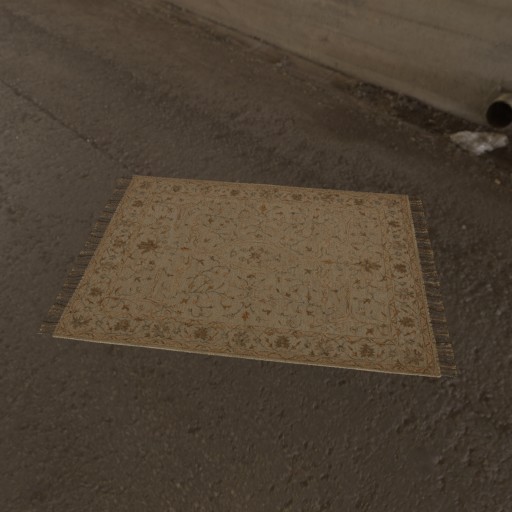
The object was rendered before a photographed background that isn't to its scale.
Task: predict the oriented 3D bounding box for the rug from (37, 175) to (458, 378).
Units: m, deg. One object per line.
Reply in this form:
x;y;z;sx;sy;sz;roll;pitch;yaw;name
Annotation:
0.000;0.000;2.338;1.861;0.017;1.218;5;47;5;rug
